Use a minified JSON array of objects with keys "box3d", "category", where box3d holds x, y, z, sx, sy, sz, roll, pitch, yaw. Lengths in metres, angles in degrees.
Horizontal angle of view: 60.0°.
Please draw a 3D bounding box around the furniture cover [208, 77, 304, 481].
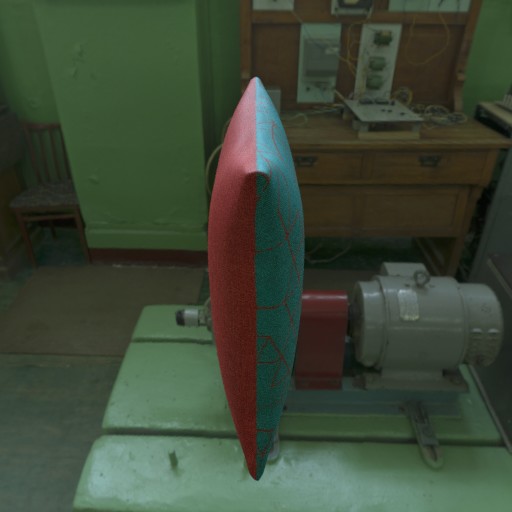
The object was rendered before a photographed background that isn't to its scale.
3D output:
[{"box3d":[0.000,0.000,0.776,0.158,0.508,0.517,0,32,0],"category":"furniture cover"}]
